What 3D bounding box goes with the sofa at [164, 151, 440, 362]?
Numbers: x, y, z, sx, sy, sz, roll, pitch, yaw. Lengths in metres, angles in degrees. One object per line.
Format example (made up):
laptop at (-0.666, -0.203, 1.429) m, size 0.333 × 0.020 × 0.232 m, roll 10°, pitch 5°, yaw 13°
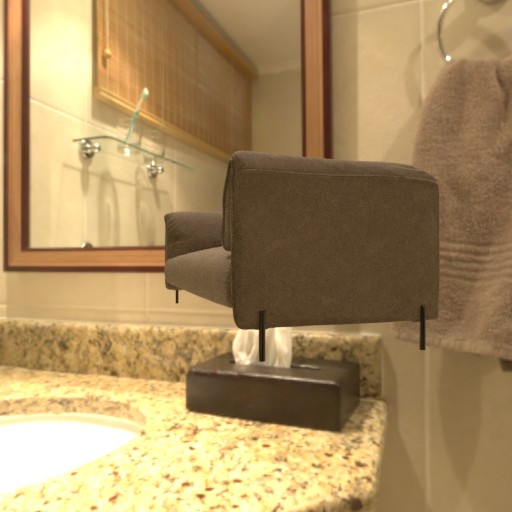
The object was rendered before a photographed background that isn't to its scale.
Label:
sofa at (0.000, 0.000, 2.694) m, size 0.899 × 0.758 × 2.238 m, roll 0°, pitch -1°, yaw -18°
